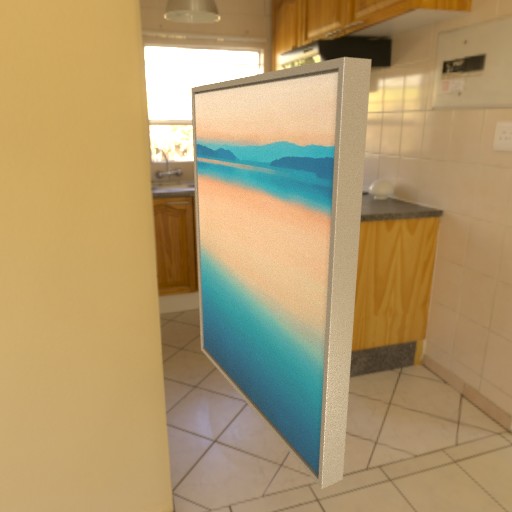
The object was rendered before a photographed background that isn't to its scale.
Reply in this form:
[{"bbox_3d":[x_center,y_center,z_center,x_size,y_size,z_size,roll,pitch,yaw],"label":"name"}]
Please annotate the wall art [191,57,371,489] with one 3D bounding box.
[{"bbox_3d":[0.000,0.000,0.737,0.037,0.554,0.453,-9,19,-27],"label":"wall art"}]
